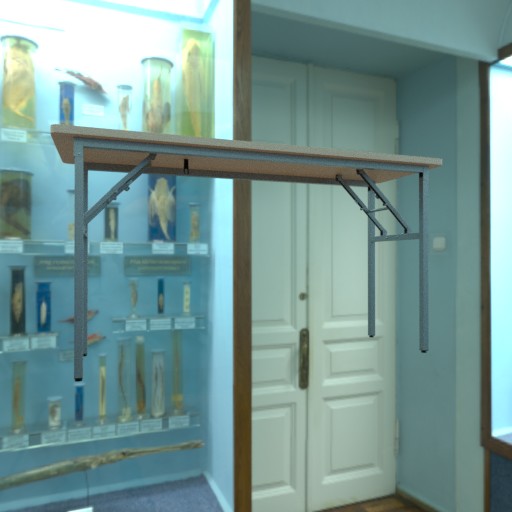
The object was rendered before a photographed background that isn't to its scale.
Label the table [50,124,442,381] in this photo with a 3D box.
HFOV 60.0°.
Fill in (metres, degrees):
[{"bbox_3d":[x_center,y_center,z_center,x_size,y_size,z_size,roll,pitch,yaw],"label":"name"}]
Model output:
[{"bbox_3d":[0.000,0.000,1.695,1.397,0.750,0.446,0,0,-19],"label":"table"}]
